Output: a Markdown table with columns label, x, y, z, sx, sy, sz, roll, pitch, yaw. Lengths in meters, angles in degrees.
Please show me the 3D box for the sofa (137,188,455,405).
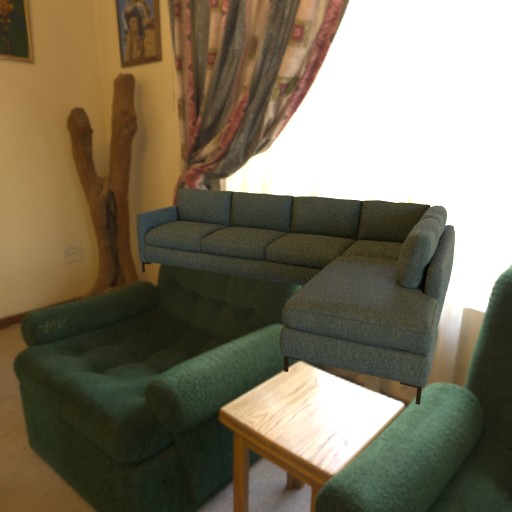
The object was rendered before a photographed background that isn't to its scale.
| label | x | y | z | sx | sy | sz | roll | pitch | yaw |
| --- | --- | --- | --- | --- | --- | --- | --- | --- | --- |
| sofa | 0.000 | 0.000 | 3.675 | 2.949 | 0.815 | 2.007 | 7 | 17 | 25 |
